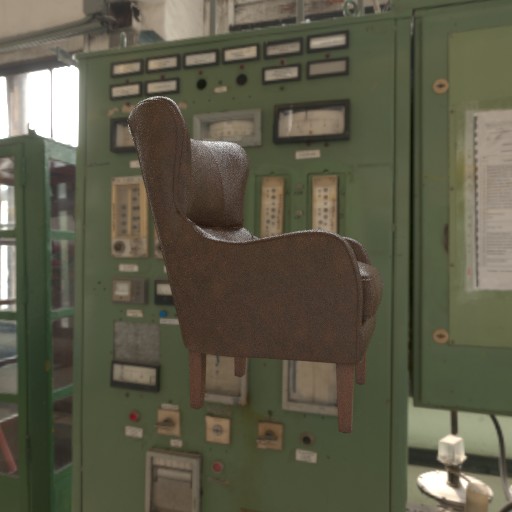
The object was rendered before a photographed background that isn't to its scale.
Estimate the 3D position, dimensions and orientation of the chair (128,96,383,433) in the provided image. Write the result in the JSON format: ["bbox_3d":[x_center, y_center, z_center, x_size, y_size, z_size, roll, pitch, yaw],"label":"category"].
[{"bbox_3d":[0.000,0.000,1.679,0.914,1.048,0.692,0,0,18],"label":"chair"}]
